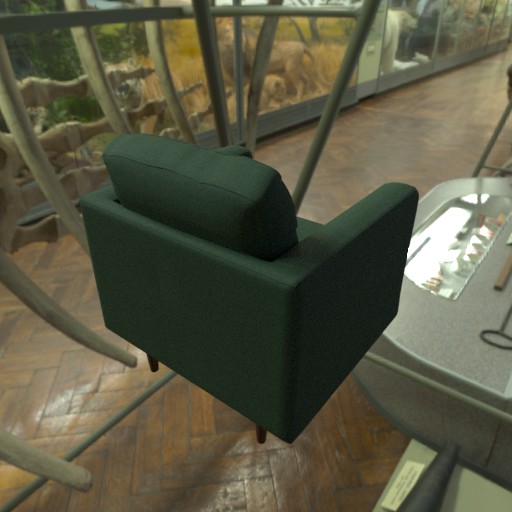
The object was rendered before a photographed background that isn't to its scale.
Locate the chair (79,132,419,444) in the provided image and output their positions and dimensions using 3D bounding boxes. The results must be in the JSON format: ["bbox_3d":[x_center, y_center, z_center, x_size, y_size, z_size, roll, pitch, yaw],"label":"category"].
[{"bbox_3d":[0.000,0.000,1.577,0.855,0.927,0.800,21,36,32],"label":"chair"}]
